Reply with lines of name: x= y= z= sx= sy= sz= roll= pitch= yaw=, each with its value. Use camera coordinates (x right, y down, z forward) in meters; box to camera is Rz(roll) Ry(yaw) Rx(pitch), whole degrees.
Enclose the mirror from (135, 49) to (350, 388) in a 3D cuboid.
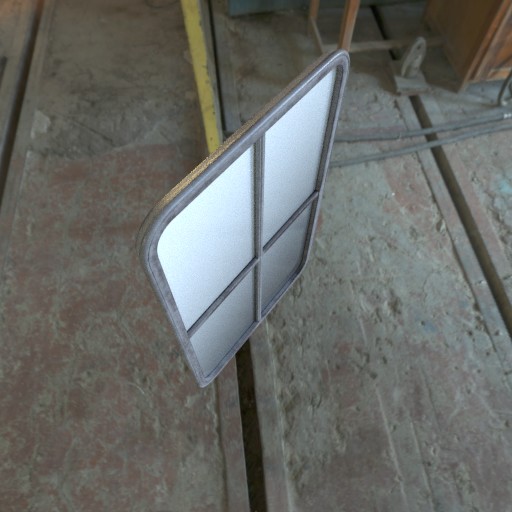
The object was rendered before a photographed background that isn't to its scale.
mirror: x=0.000 y=0.000 z=0.883 sx=0.024 sy=0.713 sz=0.461 roll=34 pitch=66 yaw=18
